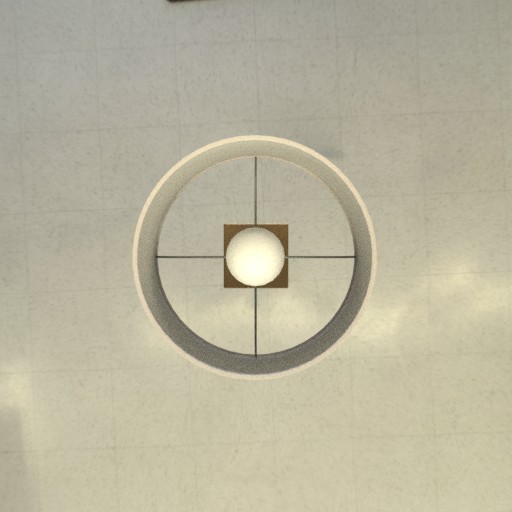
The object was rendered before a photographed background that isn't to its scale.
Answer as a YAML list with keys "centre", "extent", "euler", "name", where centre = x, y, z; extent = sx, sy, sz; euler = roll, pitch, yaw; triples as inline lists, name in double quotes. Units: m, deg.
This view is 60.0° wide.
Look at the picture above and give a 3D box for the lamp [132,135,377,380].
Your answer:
- centre: [0.000, 0.000, 0.575]
  extent: [0.251, 0.435, 0.251]
  euler: [0, 90, 0]
  name: "lamp"
